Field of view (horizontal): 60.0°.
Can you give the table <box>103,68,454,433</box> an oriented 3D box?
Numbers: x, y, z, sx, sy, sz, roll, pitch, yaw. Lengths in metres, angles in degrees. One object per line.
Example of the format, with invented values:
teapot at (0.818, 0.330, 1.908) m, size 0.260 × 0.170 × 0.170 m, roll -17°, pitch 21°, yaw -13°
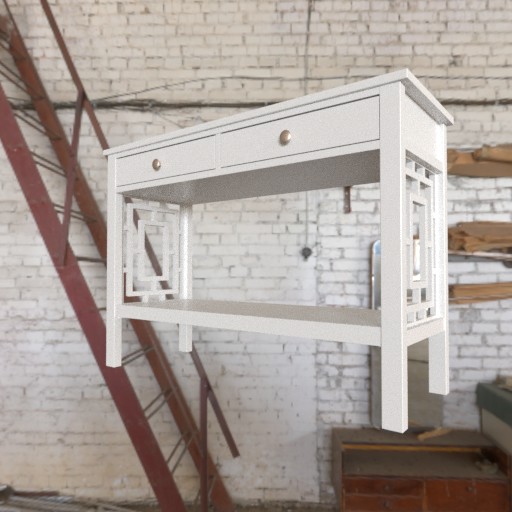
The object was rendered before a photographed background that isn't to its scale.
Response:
table at (0.000, 0.000, 1.377) m, size 1.068 × 0.753 × 0.397 m, roll -1°, pitch -2°, yaw 37°
